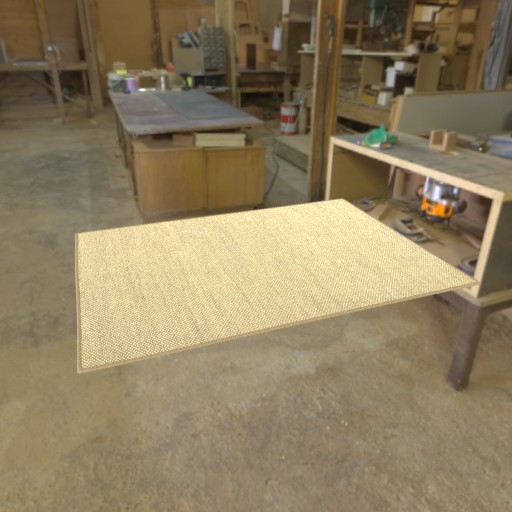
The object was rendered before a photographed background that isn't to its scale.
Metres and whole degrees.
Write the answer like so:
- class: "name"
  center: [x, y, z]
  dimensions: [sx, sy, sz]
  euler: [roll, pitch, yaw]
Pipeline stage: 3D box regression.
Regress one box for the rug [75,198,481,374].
- class: "rug"
  center: [0.000, 0.000, 2.764]
  dimensions: [2.115, 0.013, 1.517]
  euler: [-9, 28, -18]
